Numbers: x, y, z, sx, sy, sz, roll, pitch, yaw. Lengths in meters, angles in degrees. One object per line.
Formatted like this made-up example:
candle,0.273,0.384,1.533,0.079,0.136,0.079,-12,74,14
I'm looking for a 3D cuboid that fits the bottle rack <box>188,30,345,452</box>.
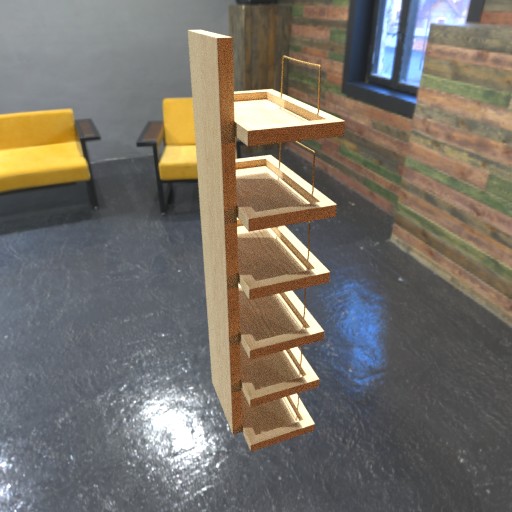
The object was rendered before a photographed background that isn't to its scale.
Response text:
bottle rack,0.000,0.000,1.044,0.206,0.943,0.330,-11,32,-18
